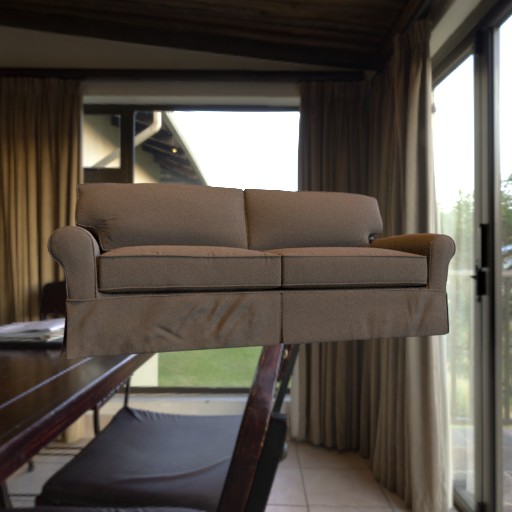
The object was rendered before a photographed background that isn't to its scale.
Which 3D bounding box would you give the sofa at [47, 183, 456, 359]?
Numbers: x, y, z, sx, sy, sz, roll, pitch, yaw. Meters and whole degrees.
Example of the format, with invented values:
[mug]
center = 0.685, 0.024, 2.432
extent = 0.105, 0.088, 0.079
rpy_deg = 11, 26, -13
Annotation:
[sofa]
center = 0.000, 0.000, 2.750
extent = 2.248, 0.943, 0.991
rpy_deg = 0, 0, -18
